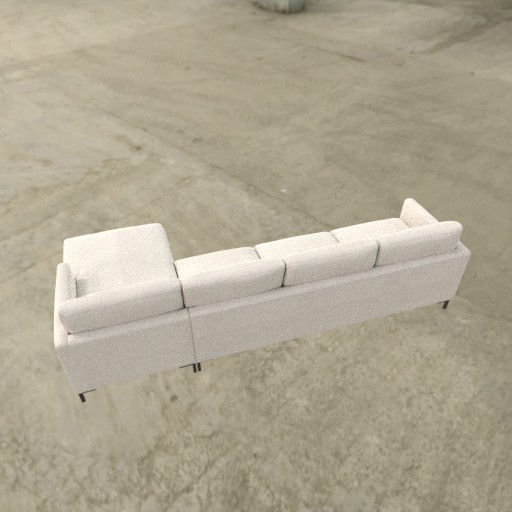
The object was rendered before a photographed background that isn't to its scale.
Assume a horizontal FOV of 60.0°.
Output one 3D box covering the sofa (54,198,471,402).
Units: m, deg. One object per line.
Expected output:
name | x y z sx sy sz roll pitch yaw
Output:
sofa | 0.000 0.000 2.926 2.445 0.677 1.126 -11 41 -13
